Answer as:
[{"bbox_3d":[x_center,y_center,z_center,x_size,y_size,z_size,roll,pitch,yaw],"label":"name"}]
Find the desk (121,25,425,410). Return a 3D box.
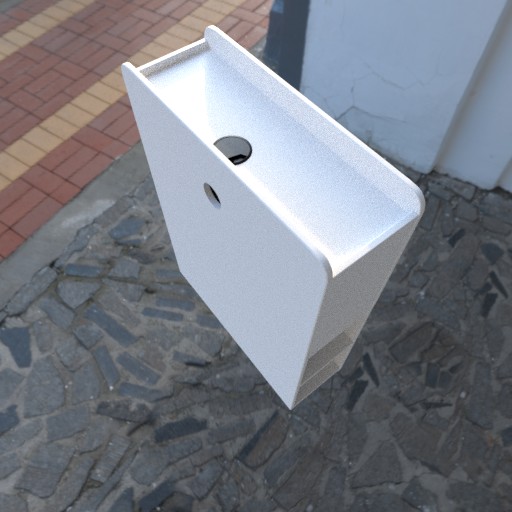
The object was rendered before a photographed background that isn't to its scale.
[{"bbox_3d":[0.000,0.000,1.515,0.278,1.190,0.795,-34,64,-19],"label":"desk"}]
